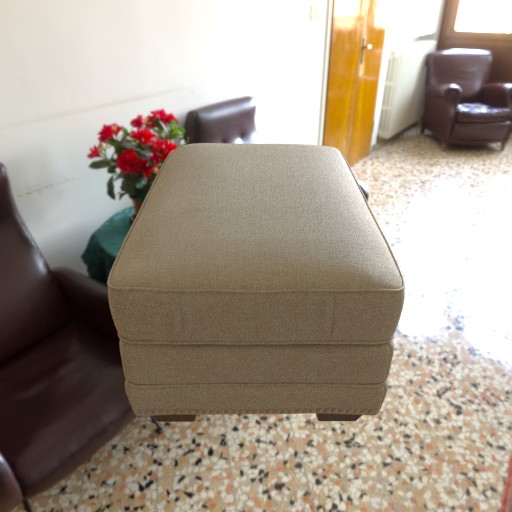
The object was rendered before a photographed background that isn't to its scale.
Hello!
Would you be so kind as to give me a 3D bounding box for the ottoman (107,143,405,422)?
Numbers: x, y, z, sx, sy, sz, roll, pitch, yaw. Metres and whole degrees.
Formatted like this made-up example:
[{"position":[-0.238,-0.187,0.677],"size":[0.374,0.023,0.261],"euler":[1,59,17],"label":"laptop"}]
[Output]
[{"position":[0.000,0.000,1.191],"size":[0.559,0.458,0.813],"euler":[0,31,0],"label":"ottoman"}]
